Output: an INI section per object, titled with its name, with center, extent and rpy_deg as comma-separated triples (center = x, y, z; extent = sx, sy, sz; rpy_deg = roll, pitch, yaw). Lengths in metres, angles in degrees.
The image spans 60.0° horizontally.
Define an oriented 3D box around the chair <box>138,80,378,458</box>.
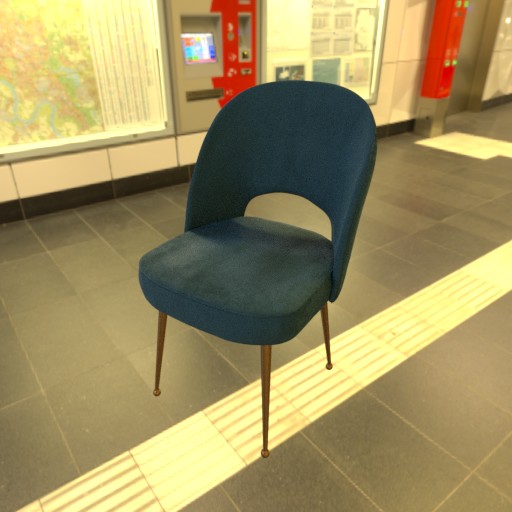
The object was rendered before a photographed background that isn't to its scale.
[chair]
center = 0.000, 0.000, 1.240
extent = 0.527, 0.860, 0.577
rpy_deg = 17, 33, 29
